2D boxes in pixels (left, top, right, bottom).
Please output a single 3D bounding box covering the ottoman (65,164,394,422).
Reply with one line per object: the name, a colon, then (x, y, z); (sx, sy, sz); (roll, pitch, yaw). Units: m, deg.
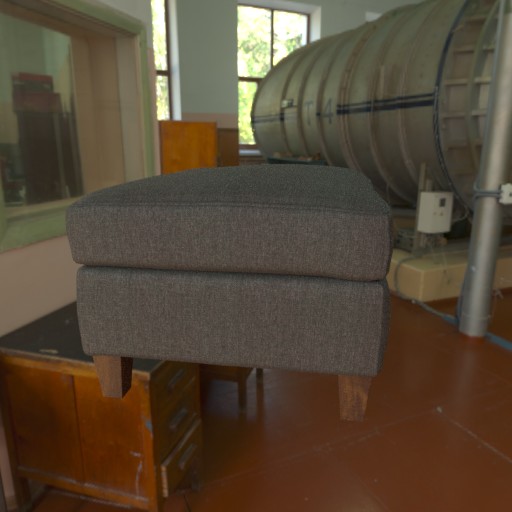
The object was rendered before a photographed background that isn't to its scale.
ottoman: (0.000, 0.000, 1.224); (0.639, 0.496, 0.826); (2, 15, 9)
